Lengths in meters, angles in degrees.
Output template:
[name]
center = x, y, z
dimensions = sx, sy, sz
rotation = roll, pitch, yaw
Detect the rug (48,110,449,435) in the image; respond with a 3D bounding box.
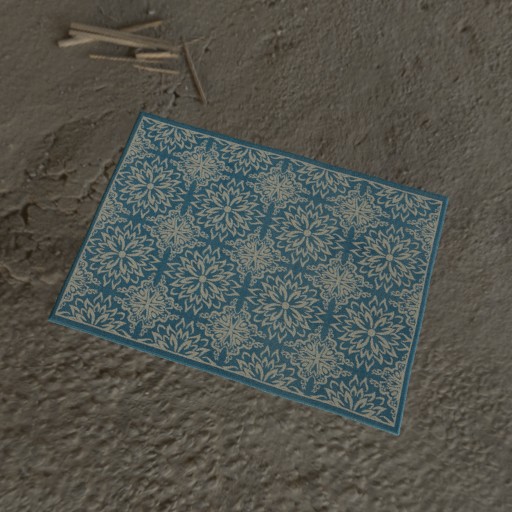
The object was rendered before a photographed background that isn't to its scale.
[rug]
center = 0.000, 0.000, 2.839
dimensions = 2.205, 0.012, 1.554
rotation = 17, 75, 5
